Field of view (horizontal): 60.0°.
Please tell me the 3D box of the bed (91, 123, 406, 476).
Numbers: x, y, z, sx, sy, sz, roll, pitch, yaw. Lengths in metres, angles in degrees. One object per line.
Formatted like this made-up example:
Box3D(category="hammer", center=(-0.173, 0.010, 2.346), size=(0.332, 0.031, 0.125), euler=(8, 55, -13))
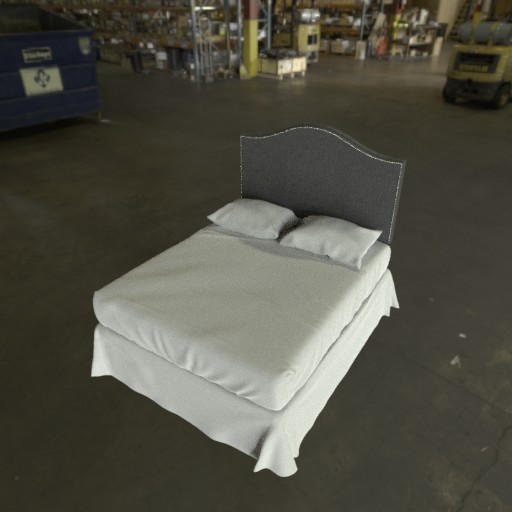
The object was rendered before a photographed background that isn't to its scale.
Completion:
Box3D(category="bed", center=(0.000, 0.000, 3.487), size=(1.876, 1.645, 2.221), euler=(18, 35, 28))
